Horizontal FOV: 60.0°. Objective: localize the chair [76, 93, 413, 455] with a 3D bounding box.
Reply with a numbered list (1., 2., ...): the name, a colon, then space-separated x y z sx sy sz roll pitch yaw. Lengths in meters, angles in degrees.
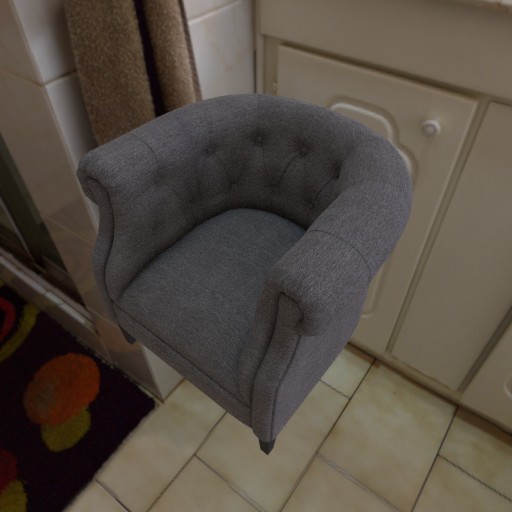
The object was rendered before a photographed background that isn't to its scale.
1. chair: 0.000 0.000 1.549 0.905 0.827 0.852 30 53 26
